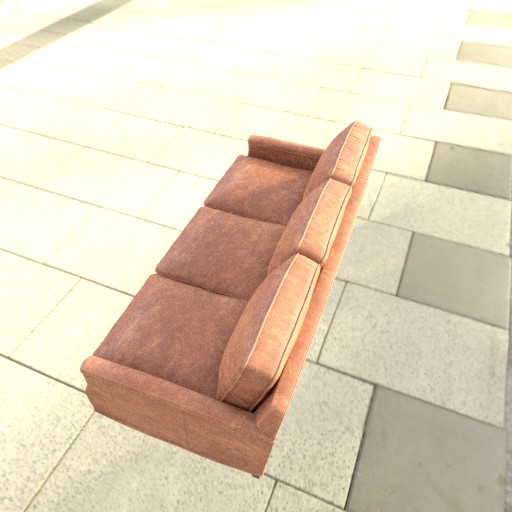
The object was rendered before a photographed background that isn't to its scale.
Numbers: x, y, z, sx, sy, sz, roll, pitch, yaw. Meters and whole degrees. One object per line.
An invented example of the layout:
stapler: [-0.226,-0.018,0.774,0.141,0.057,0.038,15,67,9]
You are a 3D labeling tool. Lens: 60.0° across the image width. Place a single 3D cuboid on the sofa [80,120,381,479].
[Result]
sofa: [0.000,0.000,2.779,1.084,1.003,2.246,15,48,14]
